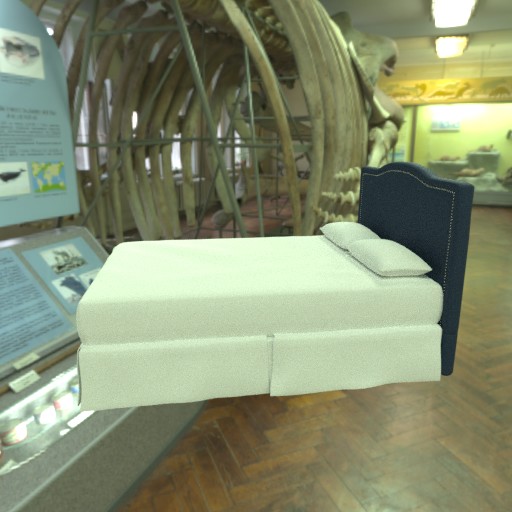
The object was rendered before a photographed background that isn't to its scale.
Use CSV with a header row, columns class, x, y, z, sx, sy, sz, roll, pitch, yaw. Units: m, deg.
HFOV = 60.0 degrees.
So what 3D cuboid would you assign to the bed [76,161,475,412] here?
class,x,y,z,sx,sy,sz,roll,pitch,yaw
bed,0.000,0.000,3.508,2.507,1.441,1.741,-2,15,-8
